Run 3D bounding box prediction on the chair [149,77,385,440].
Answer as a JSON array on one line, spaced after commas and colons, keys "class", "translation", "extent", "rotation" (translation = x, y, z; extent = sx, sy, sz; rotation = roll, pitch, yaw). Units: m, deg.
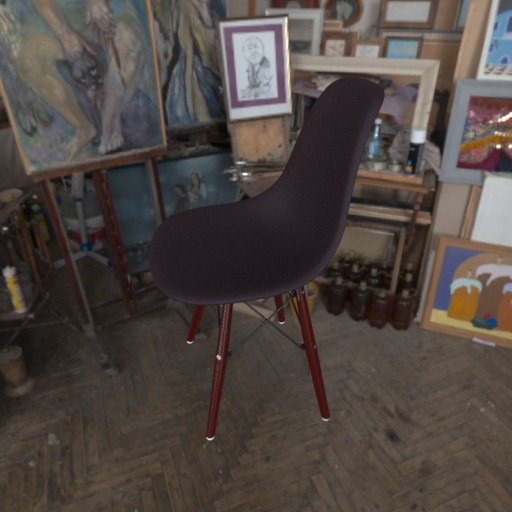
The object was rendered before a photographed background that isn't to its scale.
[{"class": "chair", "translation": [0.000, 0.000, 1.139], "extent": [0.533, 0.826, 0.470], "rotation": [-8, 32, -13]}]
